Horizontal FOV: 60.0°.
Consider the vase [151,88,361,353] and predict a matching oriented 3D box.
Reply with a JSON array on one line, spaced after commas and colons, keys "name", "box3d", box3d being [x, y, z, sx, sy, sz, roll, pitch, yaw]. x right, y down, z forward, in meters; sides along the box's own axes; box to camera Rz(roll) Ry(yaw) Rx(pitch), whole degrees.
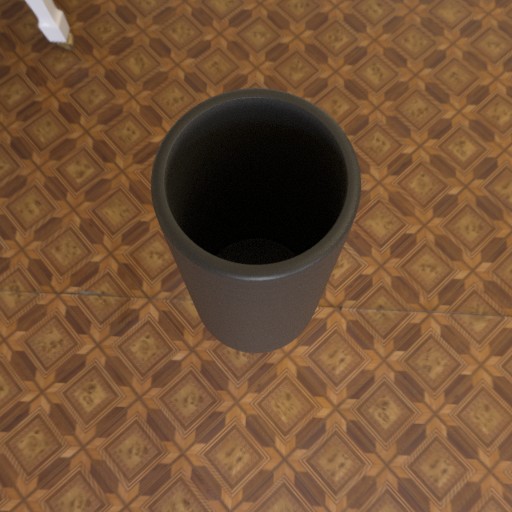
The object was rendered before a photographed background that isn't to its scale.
[{"name": "vase", "box3d": [0.000, 0.000, 0.358, 0.136, 0.289, 0.136, 15, 75, 4]}]
